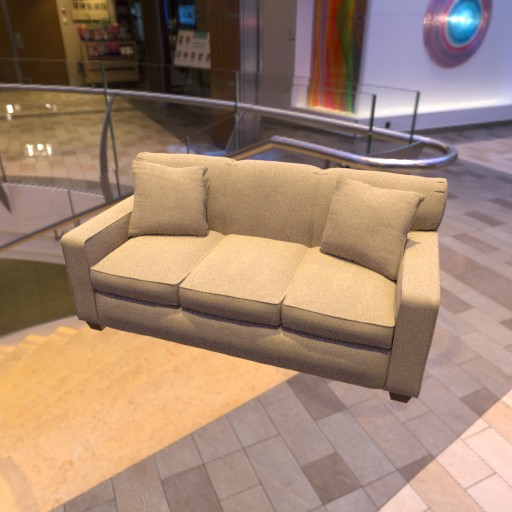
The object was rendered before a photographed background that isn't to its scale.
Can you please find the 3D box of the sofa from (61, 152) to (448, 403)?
[{"bbox_3d":[0.000,0.000,2.642,2.024,0.958,0.997,9,29,17],"label":"sofa"}]
